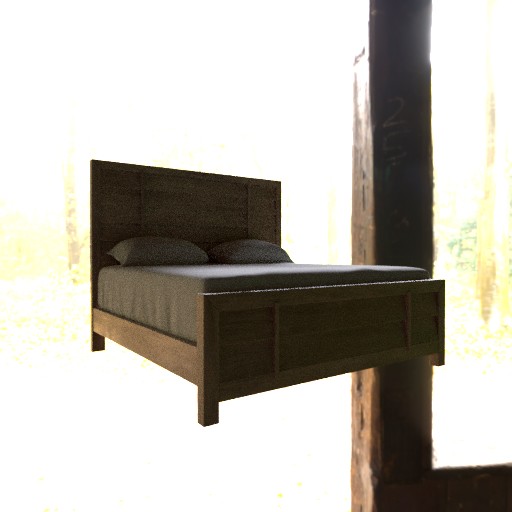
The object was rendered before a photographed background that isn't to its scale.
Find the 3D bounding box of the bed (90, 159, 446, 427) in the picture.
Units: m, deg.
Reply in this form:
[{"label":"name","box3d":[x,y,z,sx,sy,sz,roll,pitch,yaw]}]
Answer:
[{"label":"bed","box3d":[0.000,0.000,3.531,2.032,1.626,2.032,0,1,-35]}]
